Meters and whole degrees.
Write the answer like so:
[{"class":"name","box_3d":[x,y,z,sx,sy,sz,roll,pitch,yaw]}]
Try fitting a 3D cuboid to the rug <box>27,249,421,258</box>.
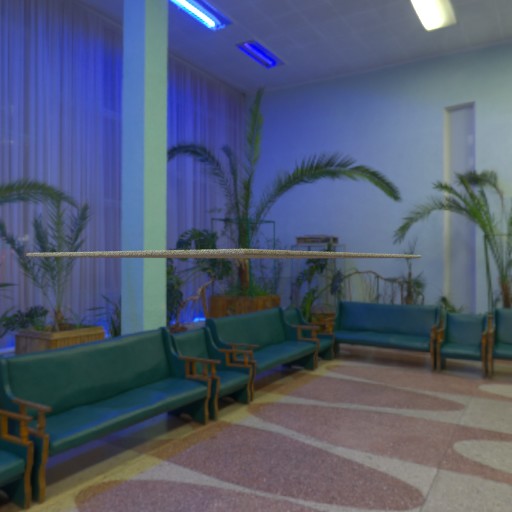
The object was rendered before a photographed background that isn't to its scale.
[{"class":"rug","box_3d":[0.000,0.000,3.504,1.800,0.025,2.699,0,-1,35]}]
